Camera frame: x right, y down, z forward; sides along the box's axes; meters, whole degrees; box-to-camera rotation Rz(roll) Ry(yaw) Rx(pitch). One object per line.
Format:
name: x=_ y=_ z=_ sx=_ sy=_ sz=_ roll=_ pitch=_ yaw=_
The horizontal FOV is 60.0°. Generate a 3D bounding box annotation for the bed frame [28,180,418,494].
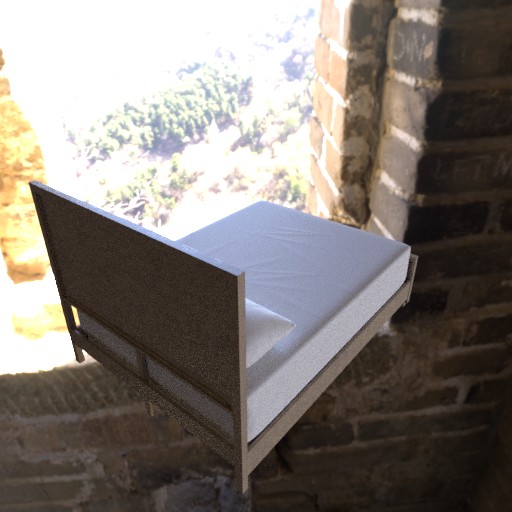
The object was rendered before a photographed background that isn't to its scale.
bed frame: x=0.000 y=0.000 z=3.194 sx=1.606 sy=1.369 sz=2.189 roll=22 pitch=36 yaw=33
